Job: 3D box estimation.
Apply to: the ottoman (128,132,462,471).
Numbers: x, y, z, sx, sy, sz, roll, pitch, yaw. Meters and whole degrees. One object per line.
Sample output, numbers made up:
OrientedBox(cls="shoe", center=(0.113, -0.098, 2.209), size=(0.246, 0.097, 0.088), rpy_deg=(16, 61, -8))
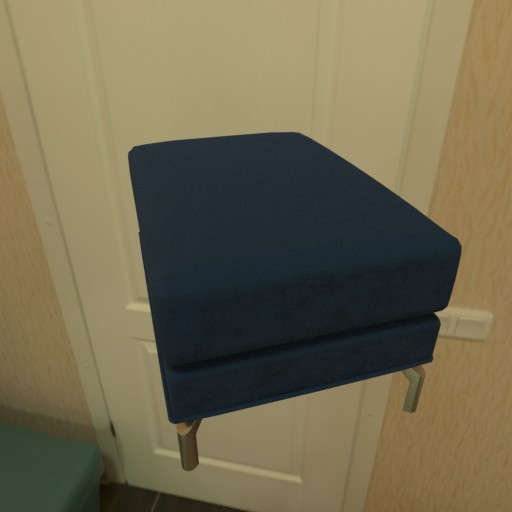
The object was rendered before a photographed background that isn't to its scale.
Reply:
OrientedBox(cls="ottoman", center=(0.000, 0.000, 1.193), size=(0.587, 0.498, 0.835), rpy_deg=(-9, 32, -14))
